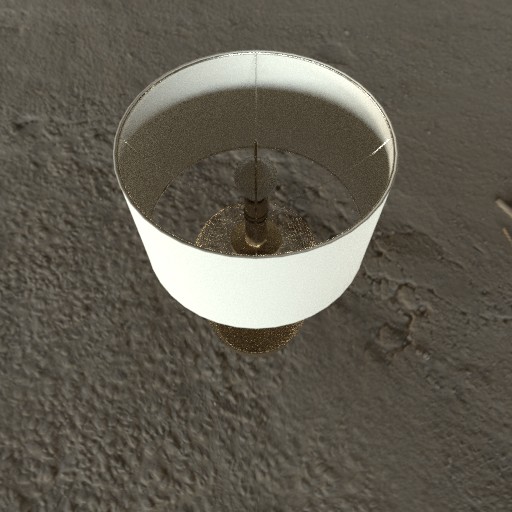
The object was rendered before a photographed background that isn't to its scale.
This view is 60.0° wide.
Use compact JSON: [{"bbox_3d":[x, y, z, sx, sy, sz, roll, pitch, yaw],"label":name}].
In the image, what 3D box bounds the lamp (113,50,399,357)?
[{"bbox_3d":[0.000,0.000,0.801,0.353,0.578,0.353,0,59,0],"label":"lamp"}]
